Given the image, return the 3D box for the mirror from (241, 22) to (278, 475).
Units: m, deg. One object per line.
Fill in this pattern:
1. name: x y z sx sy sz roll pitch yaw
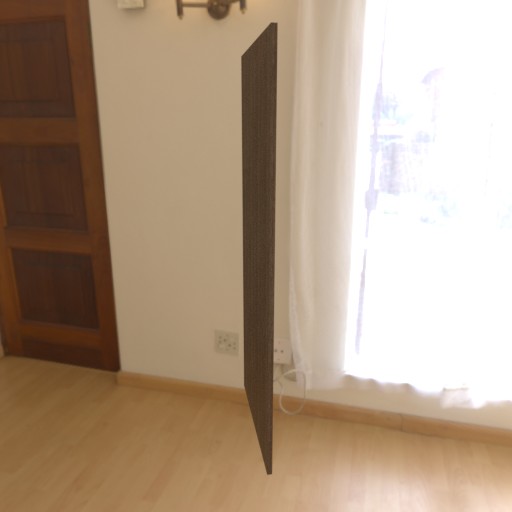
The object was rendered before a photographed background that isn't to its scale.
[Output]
1. mirror: 0.000 0.000 2.310 0.025 2.032 0.812 -3 16 -9
